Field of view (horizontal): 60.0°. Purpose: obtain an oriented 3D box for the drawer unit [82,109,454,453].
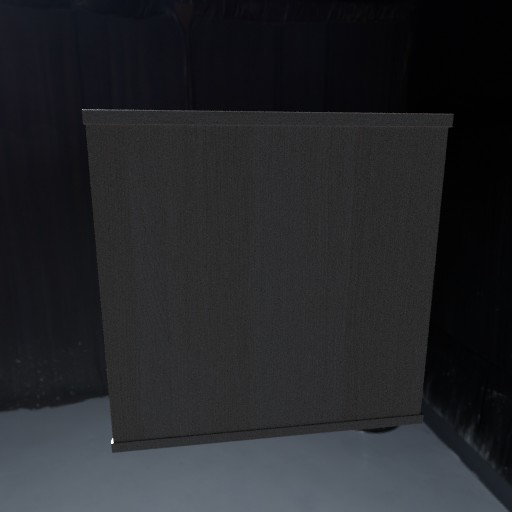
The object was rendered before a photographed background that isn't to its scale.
[{"bbox_3d":[0.000,0.000,0.589,0.349,0.344,0.290,-2,14,-8],"label":"drawer unit"}]
